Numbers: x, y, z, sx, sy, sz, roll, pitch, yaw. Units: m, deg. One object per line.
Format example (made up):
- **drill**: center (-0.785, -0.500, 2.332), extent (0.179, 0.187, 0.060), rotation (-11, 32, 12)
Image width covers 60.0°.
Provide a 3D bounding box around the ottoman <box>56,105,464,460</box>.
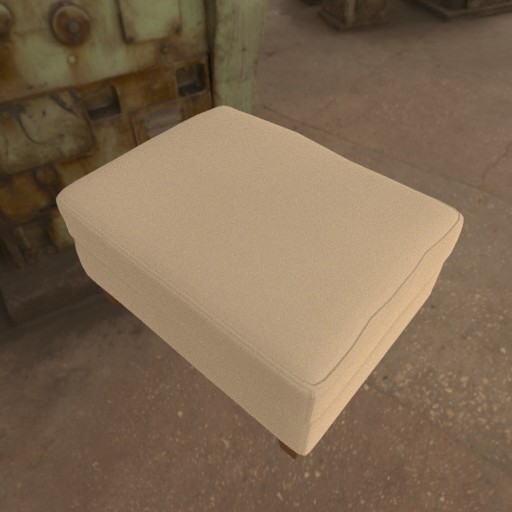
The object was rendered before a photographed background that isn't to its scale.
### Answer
- **ottoman**: center (0.000, 0.000, 1.205), extent (0.818, 0.485, 0.634), rotation (32, 55, 27)
